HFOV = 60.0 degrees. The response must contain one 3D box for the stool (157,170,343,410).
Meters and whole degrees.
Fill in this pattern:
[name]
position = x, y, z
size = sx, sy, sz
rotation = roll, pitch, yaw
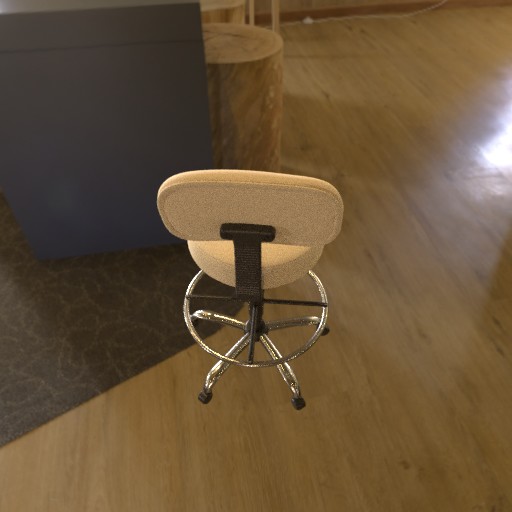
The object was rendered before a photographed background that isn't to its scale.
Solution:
[stool]
position = 0.000, 0.000, 1.446
size = 0.609, 1.080, 0.616
rotation = 3, 47, 3
